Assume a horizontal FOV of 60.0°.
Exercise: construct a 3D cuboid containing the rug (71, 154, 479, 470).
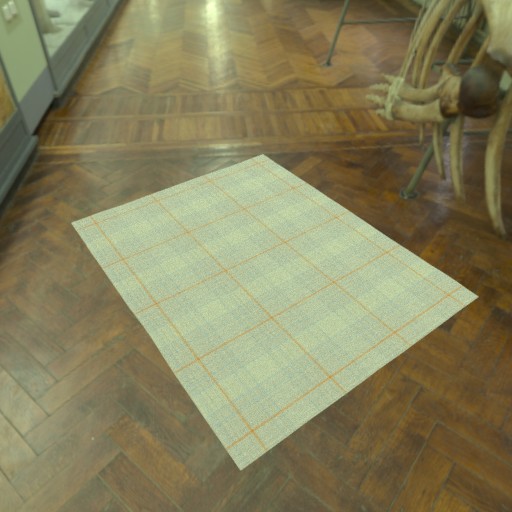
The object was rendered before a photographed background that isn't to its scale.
[{"bbox_3d":[0.000,0.000,4.128,2.448,0.021,3.051,-26,47,-26],"label":"rug"}]
